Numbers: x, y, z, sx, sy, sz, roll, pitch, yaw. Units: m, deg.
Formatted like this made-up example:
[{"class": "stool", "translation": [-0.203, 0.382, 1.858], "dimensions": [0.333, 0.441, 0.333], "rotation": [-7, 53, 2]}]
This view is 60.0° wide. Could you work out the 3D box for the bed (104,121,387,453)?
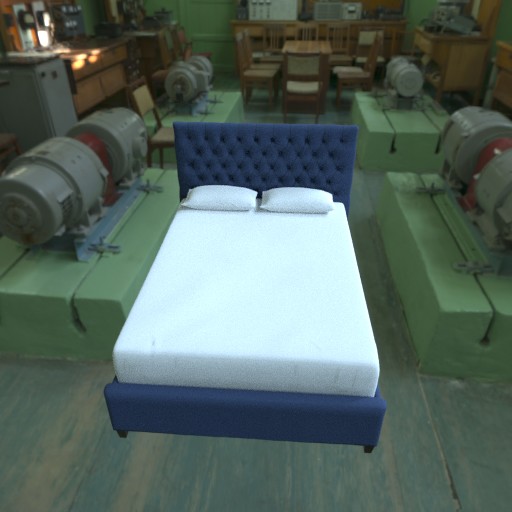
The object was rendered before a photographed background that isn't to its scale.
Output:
[{"class": "bed", "translation": [0.000, 0.000, 3.459], "dimensions": [1.706, 1.427, 2.387], "rotation": [2, 32, 3]}]
